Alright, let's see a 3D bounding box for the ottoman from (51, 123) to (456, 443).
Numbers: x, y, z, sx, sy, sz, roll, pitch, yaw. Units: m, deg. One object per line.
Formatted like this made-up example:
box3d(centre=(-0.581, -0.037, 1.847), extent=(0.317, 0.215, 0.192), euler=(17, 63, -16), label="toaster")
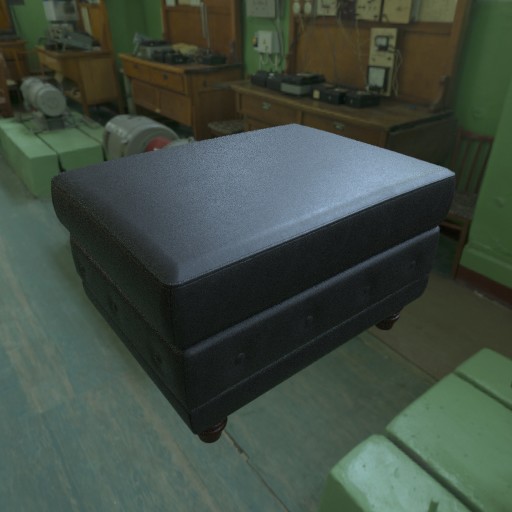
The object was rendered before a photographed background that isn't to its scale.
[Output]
box3d(centre=(0.000, 0.000, 1.154), extent=(0.795, 0.498, 0.590), euler=(-22, 37, -32), label="ottoman")
